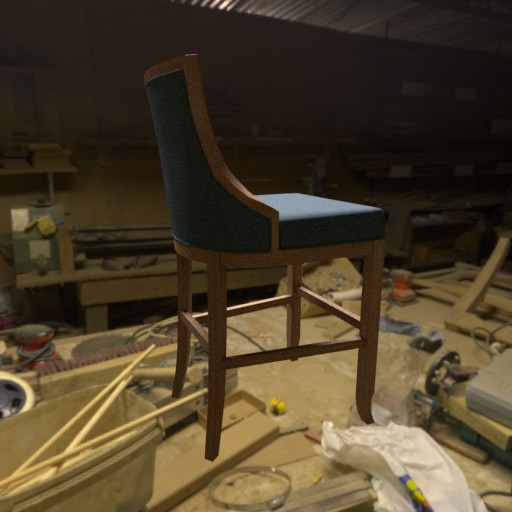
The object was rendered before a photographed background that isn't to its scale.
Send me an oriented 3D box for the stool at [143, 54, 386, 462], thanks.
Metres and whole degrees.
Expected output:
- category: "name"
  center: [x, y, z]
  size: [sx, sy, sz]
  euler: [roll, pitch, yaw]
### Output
- category: "stool"
  center: [0.000, 0.000, 1.439]
  size: [0.626, 1.101, 0.524]
  euler: [-7, 15, -25]
